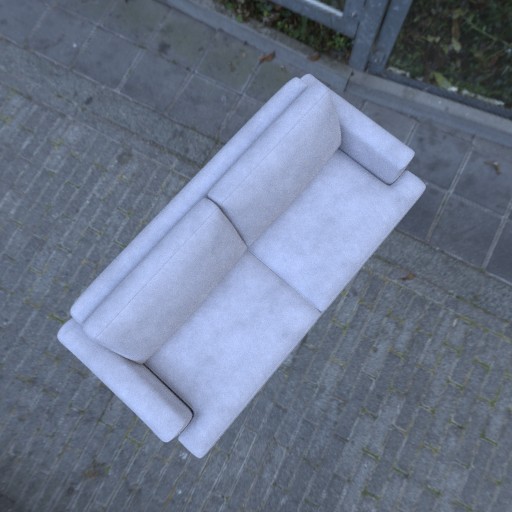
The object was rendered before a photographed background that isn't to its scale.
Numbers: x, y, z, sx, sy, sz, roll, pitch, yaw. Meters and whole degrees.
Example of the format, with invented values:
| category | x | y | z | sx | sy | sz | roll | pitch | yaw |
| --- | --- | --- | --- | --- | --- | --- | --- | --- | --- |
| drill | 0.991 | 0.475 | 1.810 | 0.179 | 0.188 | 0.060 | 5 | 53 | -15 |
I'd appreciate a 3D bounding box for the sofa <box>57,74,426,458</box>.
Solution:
| category | x | y | z | sx | sy | sz | roll | pitch | yaw |
| --- | --- | --- | --- | --- | --- | --- | --- | --- | --- |
| sofa | 0.000 | 0.000 | 2.465 | 0.980 | 0.830 | 2.013 | 40 | 80 | 9 |
